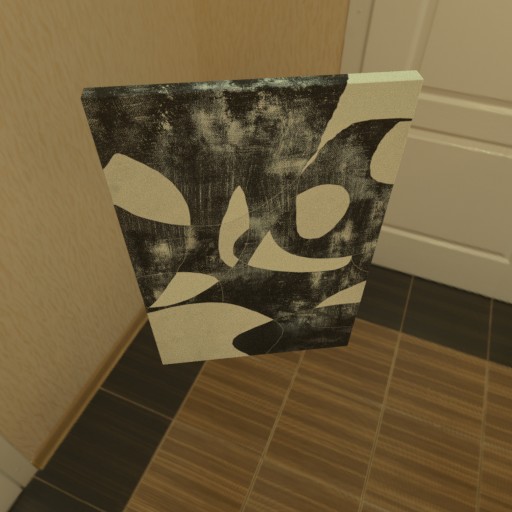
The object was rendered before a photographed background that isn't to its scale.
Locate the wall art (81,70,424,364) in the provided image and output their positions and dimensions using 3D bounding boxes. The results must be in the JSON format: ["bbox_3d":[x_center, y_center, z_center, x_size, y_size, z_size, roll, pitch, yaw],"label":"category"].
[{"bbox_3d":[0.000,0.000,1.131,0.610,0.915,0.041,-5,47,-4],"label":"wall art"}]
